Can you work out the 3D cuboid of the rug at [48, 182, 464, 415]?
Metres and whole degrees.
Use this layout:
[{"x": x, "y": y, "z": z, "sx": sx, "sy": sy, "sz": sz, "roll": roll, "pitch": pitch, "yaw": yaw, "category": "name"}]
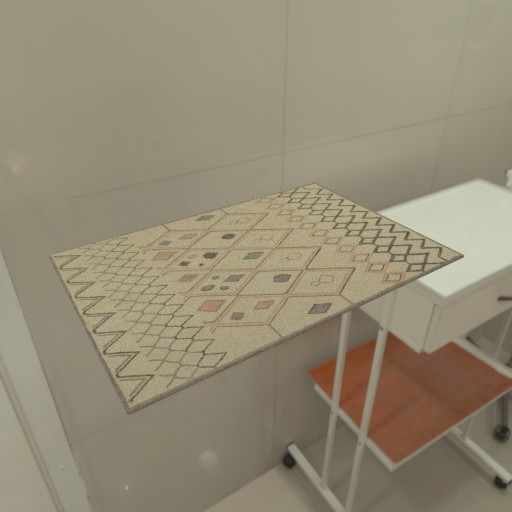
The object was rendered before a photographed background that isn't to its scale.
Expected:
[{"x": 0.000, "y": 0.000, "z": 2.334, "sx": 1.829, "sy": 0.016, "sz": 1.219, "roll": -19, "pitch": 36, "yaw": -28, "category": "rug"}]
